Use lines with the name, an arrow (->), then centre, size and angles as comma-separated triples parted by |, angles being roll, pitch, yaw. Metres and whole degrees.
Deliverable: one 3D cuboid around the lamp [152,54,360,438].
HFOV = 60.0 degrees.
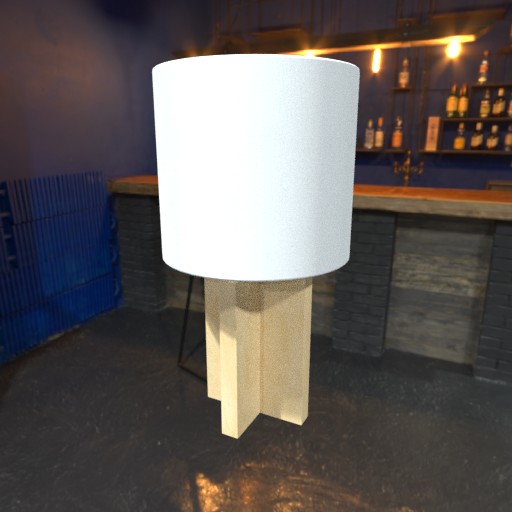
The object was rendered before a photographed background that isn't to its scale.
lamp -> 0.000, 0.000, 0.554 | 0.229, 0.428, 0.229 | 8, 17, 26
